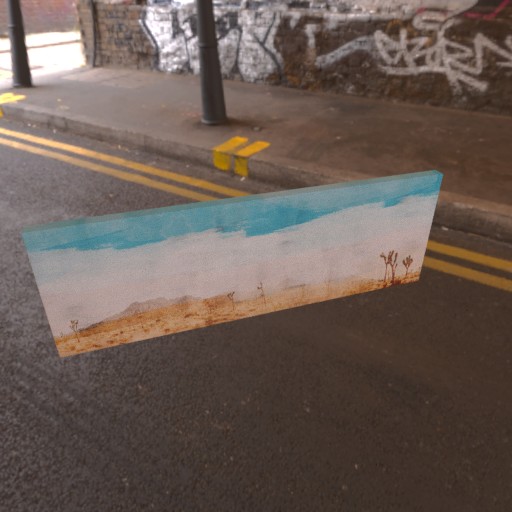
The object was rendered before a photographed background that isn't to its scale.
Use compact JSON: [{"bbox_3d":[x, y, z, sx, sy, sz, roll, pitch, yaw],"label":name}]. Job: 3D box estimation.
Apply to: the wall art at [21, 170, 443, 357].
[{"bbox_3d":[0.000,0.000,0.847,0.759,0.254,0.044,-10,33,-16],"label":"wall art"}]
